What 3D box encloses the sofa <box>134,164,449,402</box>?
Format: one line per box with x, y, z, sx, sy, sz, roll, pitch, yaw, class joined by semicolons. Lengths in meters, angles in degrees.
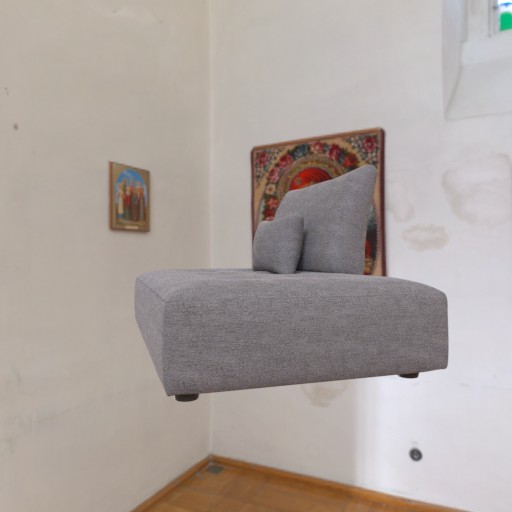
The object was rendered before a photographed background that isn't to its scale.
0.000;0.000;2.010;1.002;0.820;1.450;0;0;-18;sofa
